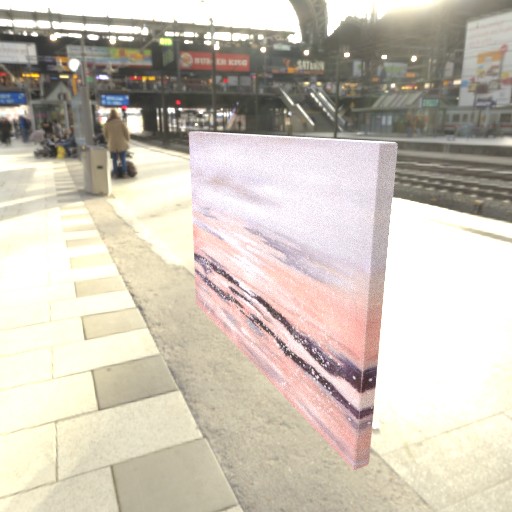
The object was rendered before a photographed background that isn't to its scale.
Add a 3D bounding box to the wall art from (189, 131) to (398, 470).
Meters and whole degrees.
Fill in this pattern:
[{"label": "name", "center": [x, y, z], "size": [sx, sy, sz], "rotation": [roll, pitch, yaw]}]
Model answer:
[{"label": "wall art", "center": [0.000, 0.000, 1.158], "size": [0.038, 0.609, 0.913], "rotation": [-8, 19, -25]}]
